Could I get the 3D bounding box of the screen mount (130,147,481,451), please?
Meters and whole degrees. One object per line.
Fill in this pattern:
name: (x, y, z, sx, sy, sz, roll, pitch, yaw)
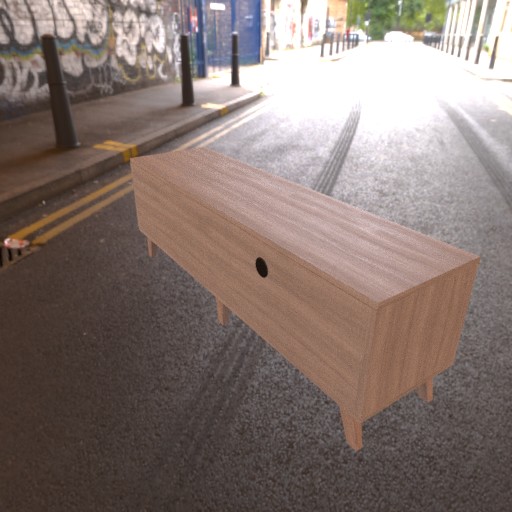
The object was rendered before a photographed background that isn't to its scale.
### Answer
screen mount: (0.000, 0.000, 1.729, 0.401, 0.509, 1.500, -17, 32, -30)
